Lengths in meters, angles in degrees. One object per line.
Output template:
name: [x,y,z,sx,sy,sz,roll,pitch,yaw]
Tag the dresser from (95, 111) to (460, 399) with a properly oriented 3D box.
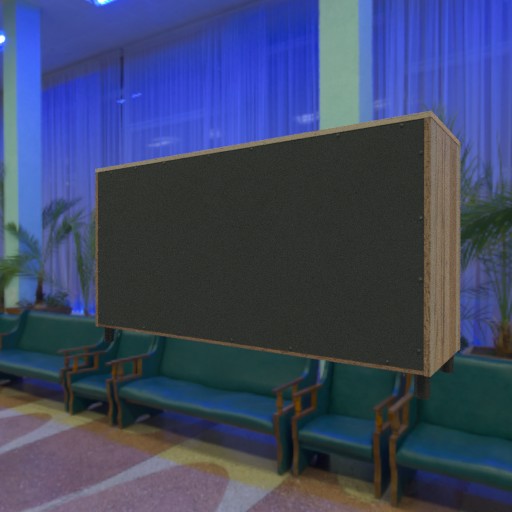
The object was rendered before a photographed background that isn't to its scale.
dresser: [0.000,0.000,1.900,1.547,0.834,0.487,0,0,35]
